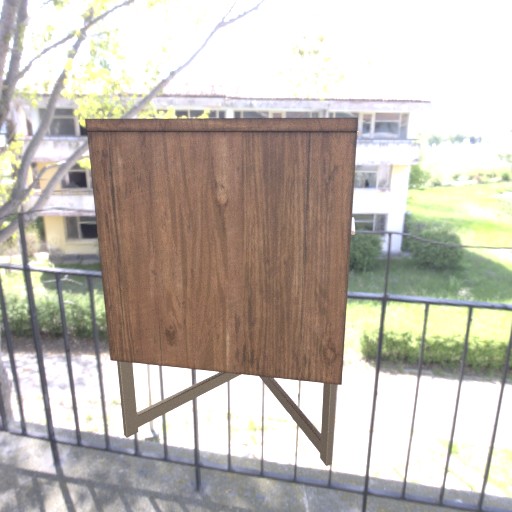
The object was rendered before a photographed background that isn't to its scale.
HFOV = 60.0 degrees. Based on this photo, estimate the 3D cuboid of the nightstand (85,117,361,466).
[{"bbox_3d":[0.000,0.000,1.047,0.446,0.610,0.610,3,16,11],"label":"nightstand"}]
